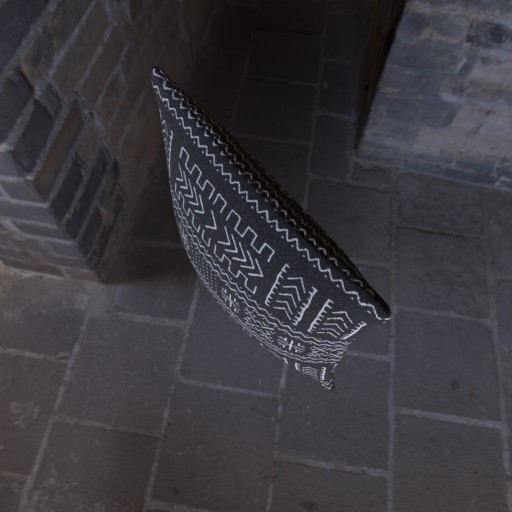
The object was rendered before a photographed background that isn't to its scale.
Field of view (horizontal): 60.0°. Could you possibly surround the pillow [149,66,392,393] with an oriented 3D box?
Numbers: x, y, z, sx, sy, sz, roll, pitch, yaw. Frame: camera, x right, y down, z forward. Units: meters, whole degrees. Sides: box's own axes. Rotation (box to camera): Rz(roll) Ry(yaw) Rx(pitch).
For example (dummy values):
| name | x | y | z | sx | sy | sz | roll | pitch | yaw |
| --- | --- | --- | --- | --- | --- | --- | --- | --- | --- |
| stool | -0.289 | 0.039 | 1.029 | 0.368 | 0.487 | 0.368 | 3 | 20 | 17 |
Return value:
| name | x | y | z | sx | sy | sz | roll | pitch | yaw |
| --- | --- | --- | --- | --- | --- | --- | --- | --- | --- |
| pillow | 0.000 | 0.000 | 0.688 | 0.164 | 0.430 | 0.438 | -35 | 69 | -16 |
